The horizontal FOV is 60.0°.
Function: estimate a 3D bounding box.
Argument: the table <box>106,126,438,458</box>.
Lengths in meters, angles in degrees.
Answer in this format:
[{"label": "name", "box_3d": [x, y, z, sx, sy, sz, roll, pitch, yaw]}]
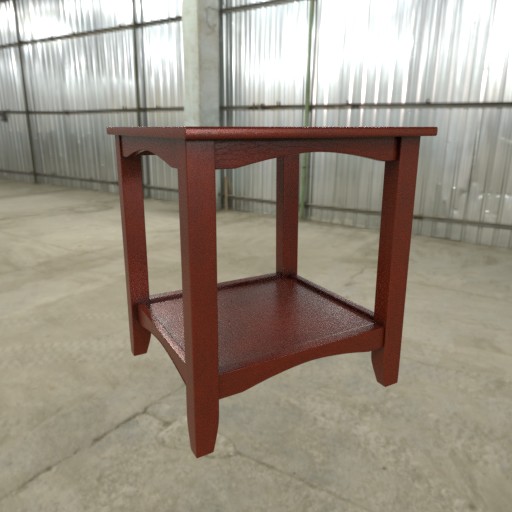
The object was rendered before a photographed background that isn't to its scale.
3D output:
[{"label": "table", "box_3d": [0.000, 0.000, 0.998, 0.523, 0.558, 0.522, -8, 18, -26]}]
